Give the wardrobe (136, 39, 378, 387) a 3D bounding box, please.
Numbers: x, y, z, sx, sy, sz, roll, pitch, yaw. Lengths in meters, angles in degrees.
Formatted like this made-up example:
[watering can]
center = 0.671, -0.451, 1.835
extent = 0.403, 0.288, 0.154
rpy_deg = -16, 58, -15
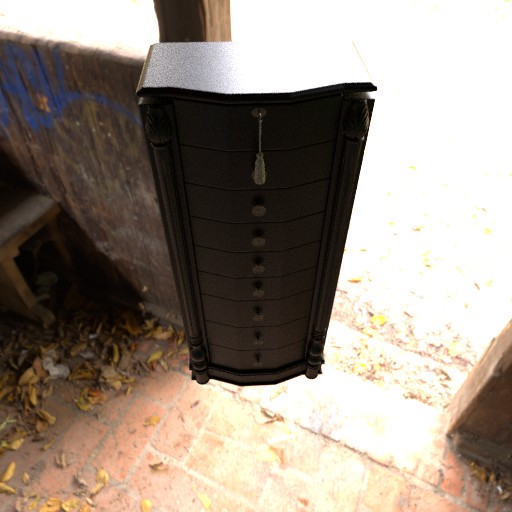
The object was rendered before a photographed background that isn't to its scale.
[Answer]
[wardrobe]
center = 0.000, 0.000, 1.192
extent = 0.444, 1.011, 0.295
rpy_deg = -2, 46, -2
